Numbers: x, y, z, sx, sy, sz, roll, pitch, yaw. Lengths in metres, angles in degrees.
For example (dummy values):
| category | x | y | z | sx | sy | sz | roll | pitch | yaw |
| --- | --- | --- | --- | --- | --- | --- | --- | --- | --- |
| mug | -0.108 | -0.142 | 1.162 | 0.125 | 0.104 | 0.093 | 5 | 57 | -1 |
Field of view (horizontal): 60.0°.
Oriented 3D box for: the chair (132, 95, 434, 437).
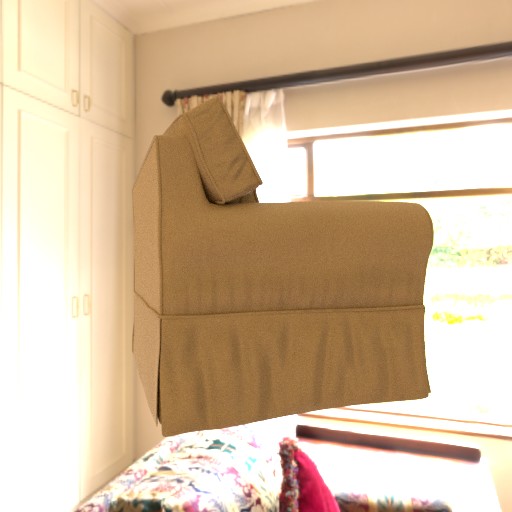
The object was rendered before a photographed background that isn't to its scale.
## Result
| category | x | y | z | sx | sy | sz | roll | pitch | yaw |
| --- | --- | --- | --- | --- | --- | --- | --- | --- | --- |
| chair | 0.000 | 0.000 | 1.774 | 0.903 | 0.937 | 1.096 | 0 | 0 | -19 |
